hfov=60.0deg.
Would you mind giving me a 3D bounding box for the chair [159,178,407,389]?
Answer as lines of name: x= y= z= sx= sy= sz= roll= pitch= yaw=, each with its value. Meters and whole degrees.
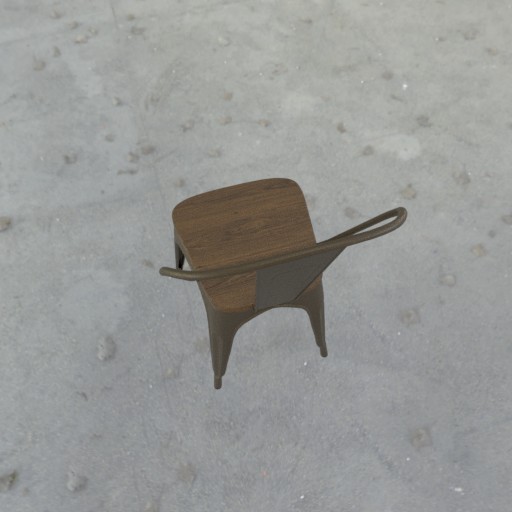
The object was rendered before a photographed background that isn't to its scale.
chair: x=0.000 y=0.000 z=1.148 sx=0.451 sy=0.844 sz=0.532 roll=-14 pitch=60 yaw=-9
